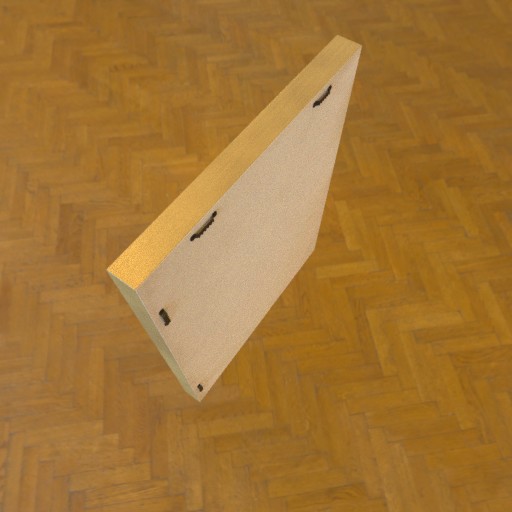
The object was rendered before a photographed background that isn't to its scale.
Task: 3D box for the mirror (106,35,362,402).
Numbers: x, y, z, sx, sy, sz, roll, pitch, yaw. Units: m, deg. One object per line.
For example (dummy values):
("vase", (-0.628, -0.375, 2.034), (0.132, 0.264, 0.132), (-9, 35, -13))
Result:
("mirror", (0.000, 0.000, 0.693), (0.041, 0.509, 0.406), (32, 66, 16))
